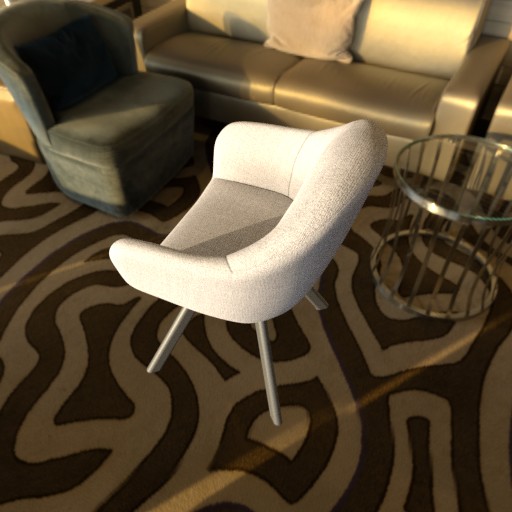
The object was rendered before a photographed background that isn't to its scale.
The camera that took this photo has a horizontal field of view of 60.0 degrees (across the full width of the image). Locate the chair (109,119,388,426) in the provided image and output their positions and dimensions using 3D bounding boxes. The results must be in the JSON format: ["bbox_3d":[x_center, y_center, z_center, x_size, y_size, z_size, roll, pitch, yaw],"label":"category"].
[{"bbox_3d":[0.000,0.000,1.207,0.550,0.795,0.590,17,47,16],"label":"chair"}]
